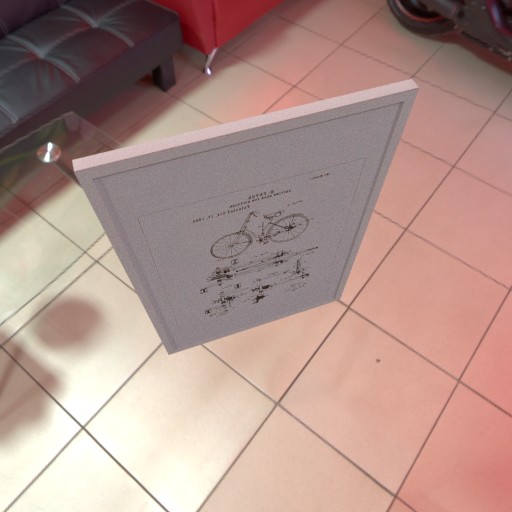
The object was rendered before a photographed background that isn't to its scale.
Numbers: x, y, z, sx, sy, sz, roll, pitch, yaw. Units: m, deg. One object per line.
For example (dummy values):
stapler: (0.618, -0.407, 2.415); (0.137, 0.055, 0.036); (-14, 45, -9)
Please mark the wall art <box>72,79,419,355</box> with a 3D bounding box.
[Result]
wall art: (0.000, 0.000, 0.611); (0.332, 0.477, 0.015); (-16, 60, -10)
